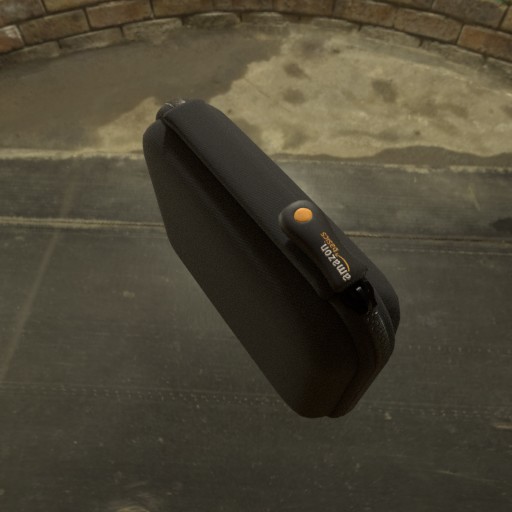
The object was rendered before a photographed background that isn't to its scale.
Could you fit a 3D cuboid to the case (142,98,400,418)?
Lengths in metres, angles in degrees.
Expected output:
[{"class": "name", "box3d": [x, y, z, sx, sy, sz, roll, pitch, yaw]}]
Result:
[{"class": "case", "box3d": [0.000, 0.000, 0.181, 0.038, 0.105, 0.132, -31, 62, -18]}]
